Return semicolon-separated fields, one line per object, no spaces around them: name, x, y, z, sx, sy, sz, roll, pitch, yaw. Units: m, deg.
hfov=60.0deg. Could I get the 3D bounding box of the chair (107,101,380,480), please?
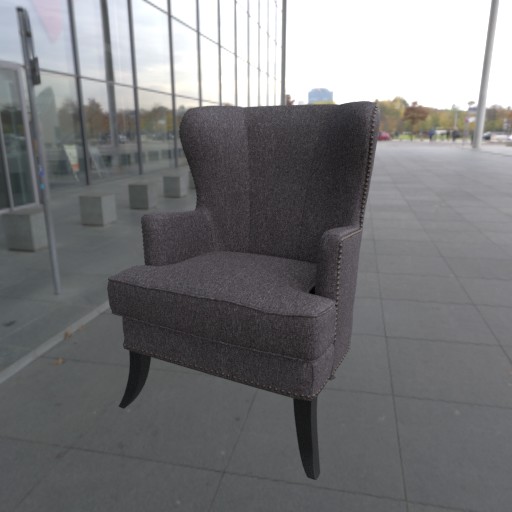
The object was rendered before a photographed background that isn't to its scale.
chair;0.000;0.000;1.591;0.759;1.060;0.758;8;18;27
